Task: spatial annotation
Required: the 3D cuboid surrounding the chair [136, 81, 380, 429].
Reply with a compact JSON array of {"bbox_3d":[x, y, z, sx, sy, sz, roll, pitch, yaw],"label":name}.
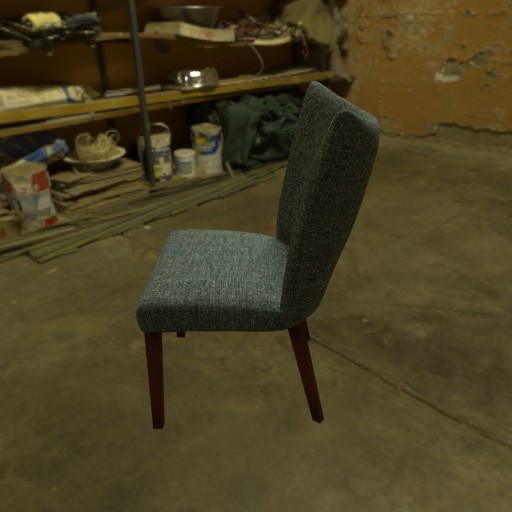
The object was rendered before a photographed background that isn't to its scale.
[{"bbox_3d":[0.000,0.000,1.321,0.623,0.924,0.535,0,27,0],"label":"chair"}]
